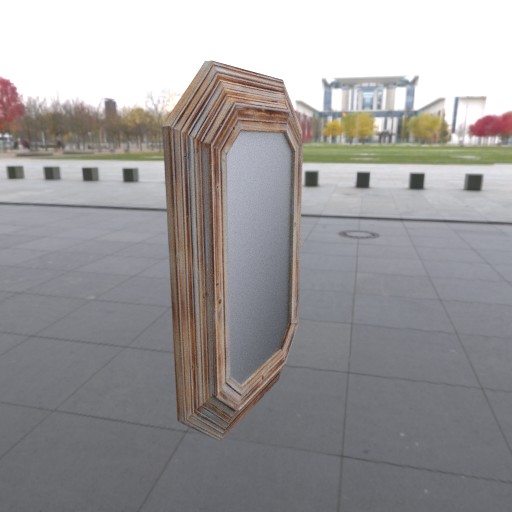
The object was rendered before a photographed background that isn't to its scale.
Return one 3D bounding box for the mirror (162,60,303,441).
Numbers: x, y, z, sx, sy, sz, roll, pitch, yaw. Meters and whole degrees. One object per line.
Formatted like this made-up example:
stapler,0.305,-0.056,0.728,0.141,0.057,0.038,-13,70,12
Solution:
mirror,0.000,0.000,1.304,0.061,1.015,0.709,8,17,27
